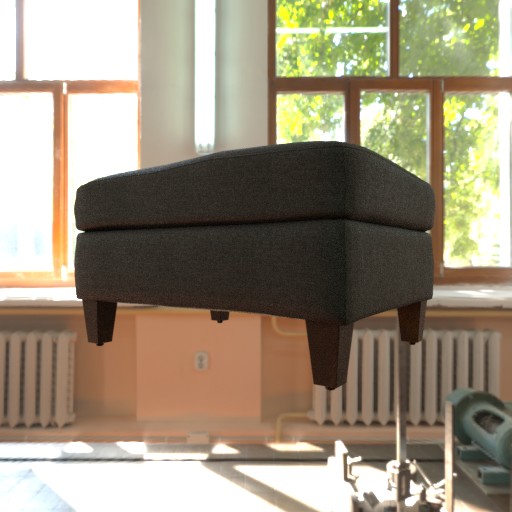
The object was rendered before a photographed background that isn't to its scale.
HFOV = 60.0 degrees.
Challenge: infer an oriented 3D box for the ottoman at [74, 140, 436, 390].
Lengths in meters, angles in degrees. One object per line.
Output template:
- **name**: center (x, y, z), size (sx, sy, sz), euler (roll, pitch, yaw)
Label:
- **ottoman**: center (0.000, 0.000, 1.233), size (0.826, 0.496, 0.639), euler (0, 0, 35)
